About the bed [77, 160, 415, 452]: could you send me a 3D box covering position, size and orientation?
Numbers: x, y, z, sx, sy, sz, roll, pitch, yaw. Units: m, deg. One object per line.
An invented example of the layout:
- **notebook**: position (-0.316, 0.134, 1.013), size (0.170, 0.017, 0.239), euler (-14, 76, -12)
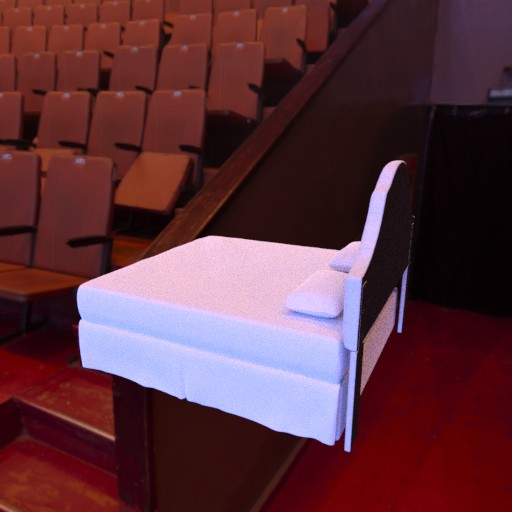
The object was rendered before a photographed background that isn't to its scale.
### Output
- **bed**: position (0.000, 0.000, 3.688), size (2.214, 1.615, 2.008), euler (8, 18, 26)
